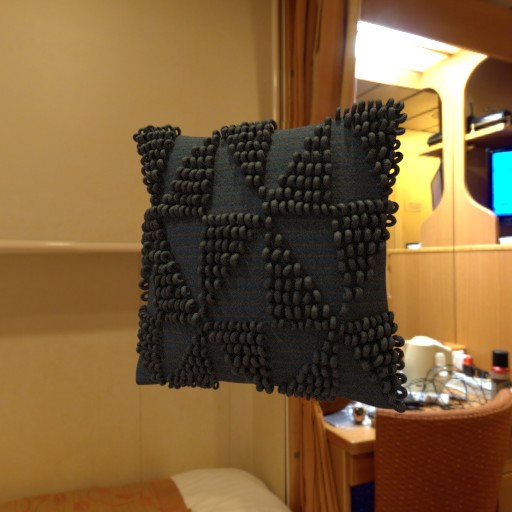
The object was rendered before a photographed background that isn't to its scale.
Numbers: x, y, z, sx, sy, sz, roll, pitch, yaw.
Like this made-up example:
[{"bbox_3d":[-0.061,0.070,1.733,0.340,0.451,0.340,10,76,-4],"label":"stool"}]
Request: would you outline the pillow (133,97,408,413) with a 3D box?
[{"bbox_3d":[0.000,0.000,0.723,0.469,0.466,0.172,0,-1,19],"label":"pillow"}]
